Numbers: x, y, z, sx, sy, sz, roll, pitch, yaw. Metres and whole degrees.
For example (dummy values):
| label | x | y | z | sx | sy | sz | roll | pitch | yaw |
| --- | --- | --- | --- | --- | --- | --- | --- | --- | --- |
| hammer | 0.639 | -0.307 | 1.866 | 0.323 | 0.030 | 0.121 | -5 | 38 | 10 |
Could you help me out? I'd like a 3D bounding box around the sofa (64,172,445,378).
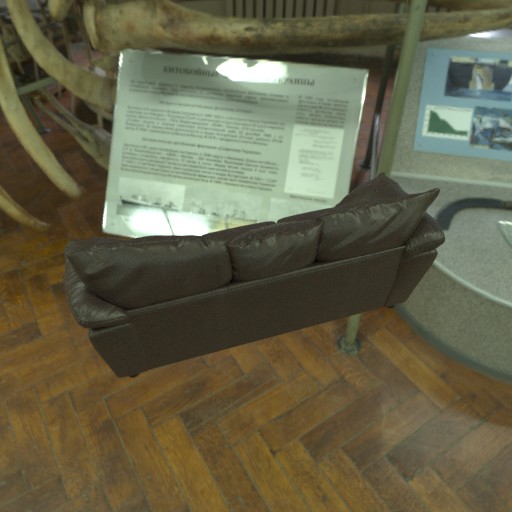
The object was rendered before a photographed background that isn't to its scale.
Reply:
| label | x | y | z | sx | sy | sz | roll | pitch | yaw |
| --- | --- | --- | --- | --- | --- | --- | --- | --- | --- |
| sofa | 0.000 | 0.000 | 2.990 | 2.390 | 1.091 | 0.907 | -12 | 44 | -13 |
